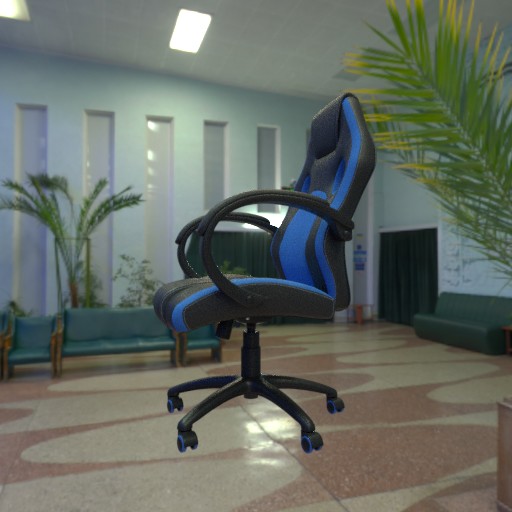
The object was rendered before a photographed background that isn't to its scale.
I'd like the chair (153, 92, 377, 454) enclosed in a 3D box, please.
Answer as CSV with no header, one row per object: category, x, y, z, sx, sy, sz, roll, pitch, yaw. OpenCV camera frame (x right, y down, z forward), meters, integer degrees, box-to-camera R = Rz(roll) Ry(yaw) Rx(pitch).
chair,0.000,0.000,1.611,0.724,1.187,0.673,0,-1,-16
